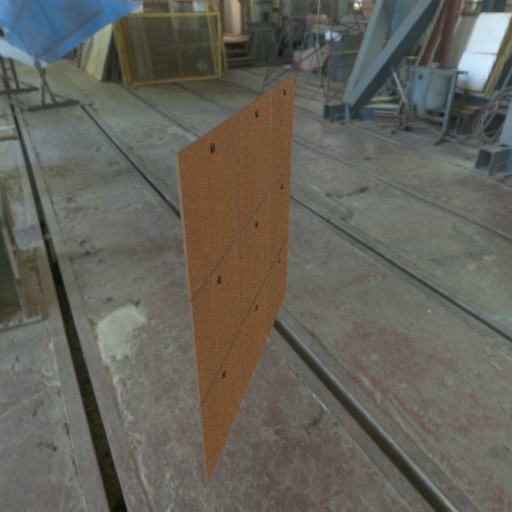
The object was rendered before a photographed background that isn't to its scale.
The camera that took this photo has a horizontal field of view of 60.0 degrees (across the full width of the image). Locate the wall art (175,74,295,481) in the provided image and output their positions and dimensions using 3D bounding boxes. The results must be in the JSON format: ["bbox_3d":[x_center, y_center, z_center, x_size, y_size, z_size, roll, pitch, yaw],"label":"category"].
[{"bbox_3d":[0.000,0.000,2.260,0.023,1.522,1.526,9,32,14],"label":"wall art"}]
